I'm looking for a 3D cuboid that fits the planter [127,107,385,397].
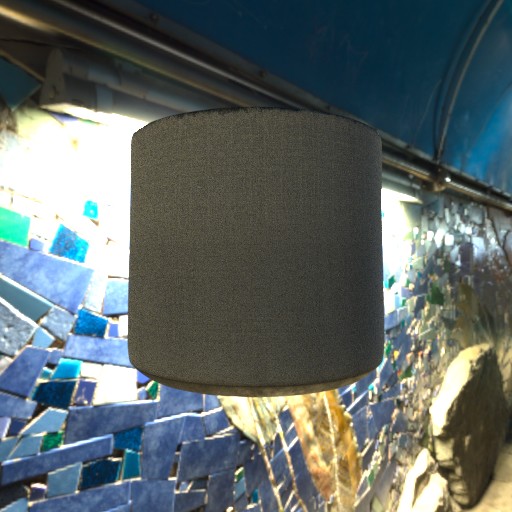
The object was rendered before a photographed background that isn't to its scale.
[{"bbox_3d":[0.000,0.000,0.406,0.226,0.201,0.226,0,0,0],"label":"planter"}]
